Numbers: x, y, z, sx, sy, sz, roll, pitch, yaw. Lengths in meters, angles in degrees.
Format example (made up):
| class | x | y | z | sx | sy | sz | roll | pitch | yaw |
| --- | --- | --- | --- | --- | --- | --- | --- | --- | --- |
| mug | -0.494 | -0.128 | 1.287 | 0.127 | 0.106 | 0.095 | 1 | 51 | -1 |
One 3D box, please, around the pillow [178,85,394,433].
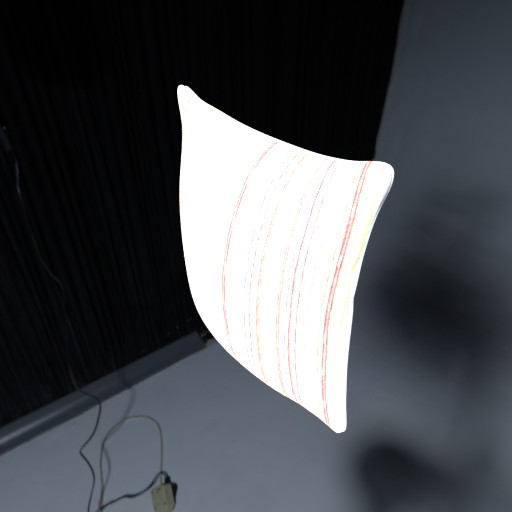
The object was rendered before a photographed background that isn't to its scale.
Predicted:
| class | x | y | z | sx | sy | sz | roll | pitch | yaw |
| --- | --- | --- | --- | --- | --- | --- | --- | --- | --- |
| pillow | 0.000 | 0.000 | 0.711 | 0.191 | 0.449 | 0.451 | -21 | 38 | -30 |
